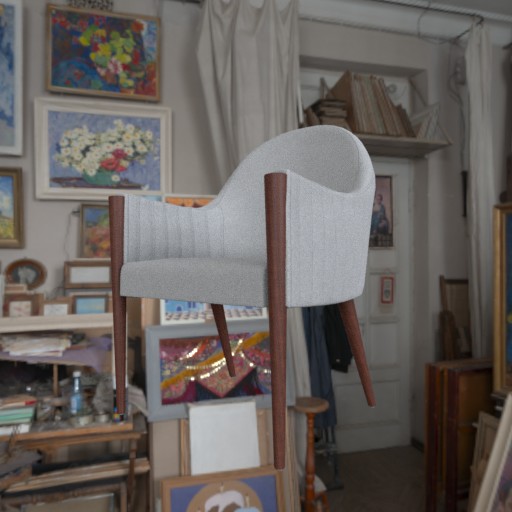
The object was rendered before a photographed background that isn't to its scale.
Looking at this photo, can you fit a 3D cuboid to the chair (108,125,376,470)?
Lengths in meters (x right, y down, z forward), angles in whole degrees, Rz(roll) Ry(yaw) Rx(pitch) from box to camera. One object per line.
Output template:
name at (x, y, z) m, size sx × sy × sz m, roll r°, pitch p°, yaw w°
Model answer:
chair at (0.000, 0.000, 1.302) m, size 0.610 × 0.889 × 0.620 m, roll 0°, pitch 0°, yaw 37°
